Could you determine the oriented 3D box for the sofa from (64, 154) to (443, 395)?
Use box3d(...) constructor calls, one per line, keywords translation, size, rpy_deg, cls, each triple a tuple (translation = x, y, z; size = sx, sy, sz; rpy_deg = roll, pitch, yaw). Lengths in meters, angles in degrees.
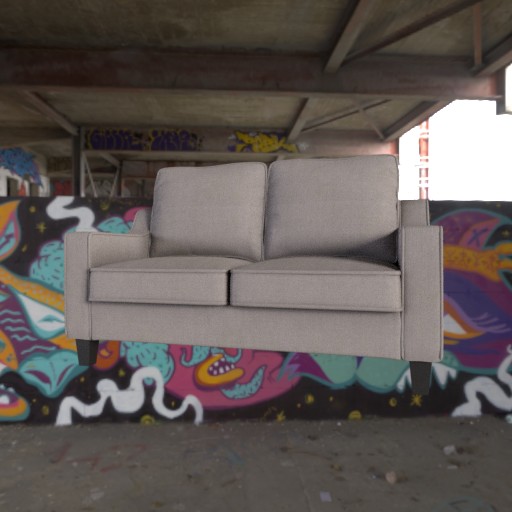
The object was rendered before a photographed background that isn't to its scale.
box3d(translation=(0.000, 0.000, 2.011), size=(1.500, 0.948, 0.791), rpy_deg=(0, 0, 17), cls="sofa")
